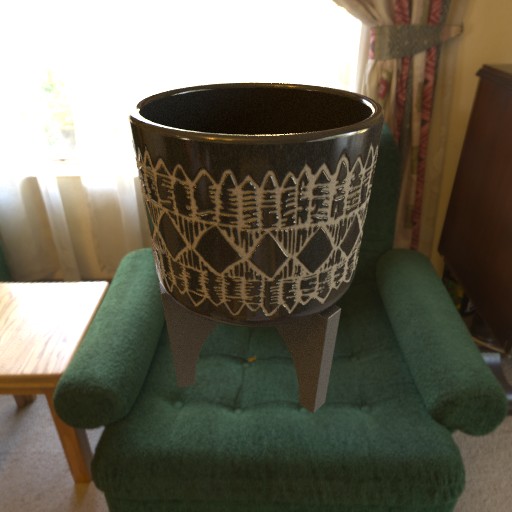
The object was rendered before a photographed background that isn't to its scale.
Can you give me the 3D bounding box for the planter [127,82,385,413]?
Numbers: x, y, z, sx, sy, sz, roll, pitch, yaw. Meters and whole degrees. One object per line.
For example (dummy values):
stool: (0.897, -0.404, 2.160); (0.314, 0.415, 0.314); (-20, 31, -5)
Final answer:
planter: (0.000, 0.000, 0.532); (0.251, 0.355, 0.251); (-9, 32, -14)
